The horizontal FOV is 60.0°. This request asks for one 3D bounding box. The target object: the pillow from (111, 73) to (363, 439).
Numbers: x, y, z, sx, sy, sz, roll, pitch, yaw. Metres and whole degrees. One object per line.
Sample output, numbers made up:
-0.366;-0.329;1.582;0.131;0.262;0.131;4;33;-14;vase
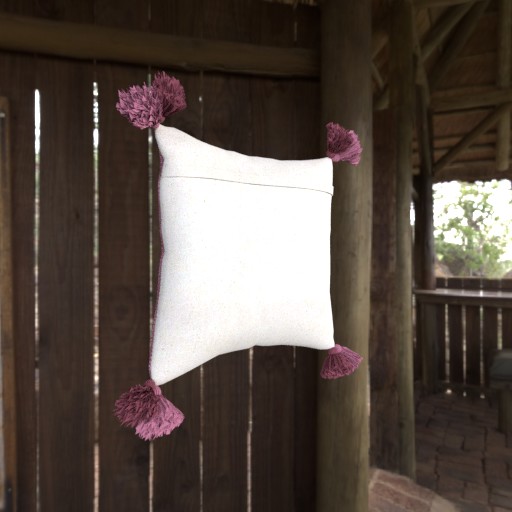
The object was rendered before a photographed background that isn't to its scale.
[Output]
0.000;0.000;0.959;0.641;0.659;0.138;0;0;-37;pillow
